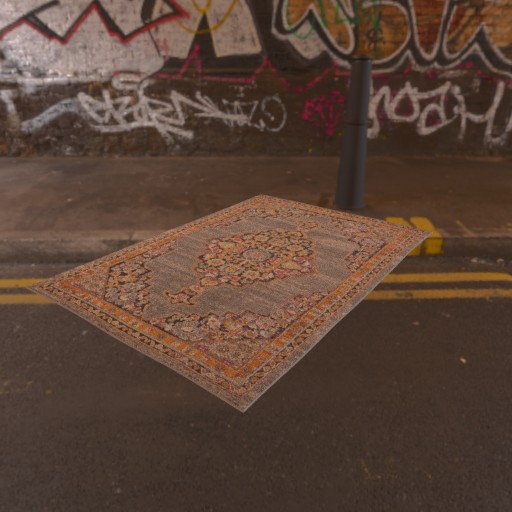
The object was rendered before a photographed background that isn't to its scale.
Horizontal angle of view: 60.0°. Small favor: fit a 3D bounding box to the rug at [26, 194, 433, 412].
[{"bbox_3d":[0.000,0.000,3.731,2.043,0.026,2.901,18,30,33],"label":"rug"}]
